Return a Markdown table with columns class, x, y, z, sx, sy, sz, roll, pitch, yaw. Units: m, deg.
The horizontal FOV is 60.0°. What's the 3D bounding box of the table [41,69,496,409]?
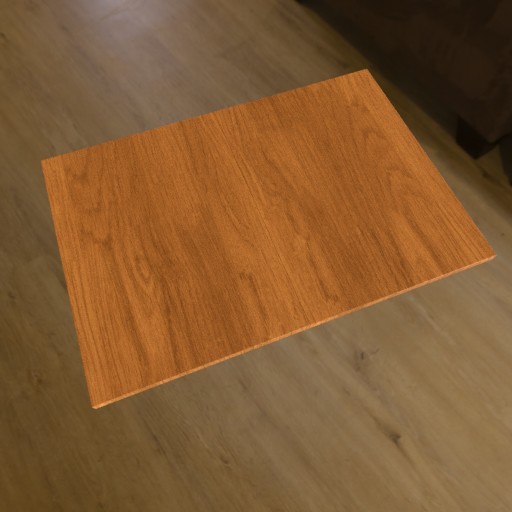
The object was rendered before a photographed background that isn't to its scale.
| class | x | y | z | sx | sy | sz | roll | pitch | yaw |
| --- | --- | --- | --- | --- | --- | --- | --- | --- | --- |
| table | 0.000 | 0.000 | 1.841 | 1.300 | 0.770 | 0.900 | -19 | 65 | -9 |
